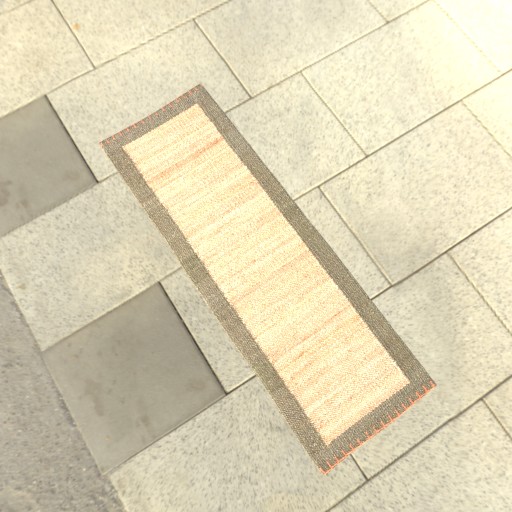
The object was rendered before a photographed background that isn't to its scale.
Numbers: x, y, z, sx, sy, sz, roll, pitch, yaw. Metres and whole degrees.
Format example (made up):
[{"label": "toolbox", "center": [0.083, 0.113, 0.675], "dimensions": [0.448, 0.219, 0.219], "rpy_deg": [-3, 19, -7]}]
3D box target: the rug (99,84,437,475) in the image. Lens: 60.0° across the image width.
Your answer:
[{"label": "rug", "center": [0.000, 0.000, 2.684], "dimensions": [0.810, 0.016, 2.413], "rpy_deg": [-34, 78, -9]}]
